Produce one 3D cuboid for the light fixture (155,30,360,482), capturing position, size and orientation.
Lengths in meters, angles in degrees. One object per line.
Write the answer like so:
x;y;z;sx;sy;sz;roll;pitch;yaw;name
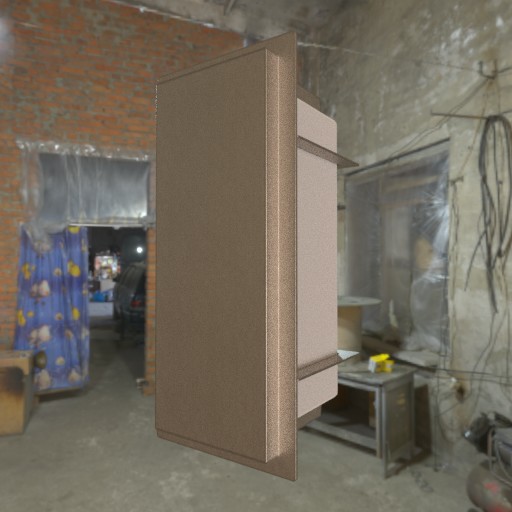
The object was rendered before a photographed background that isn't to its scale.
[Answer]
0.000;0.000;0.471;0.168;0.380;0.160;-1;-1;35;light fixture
